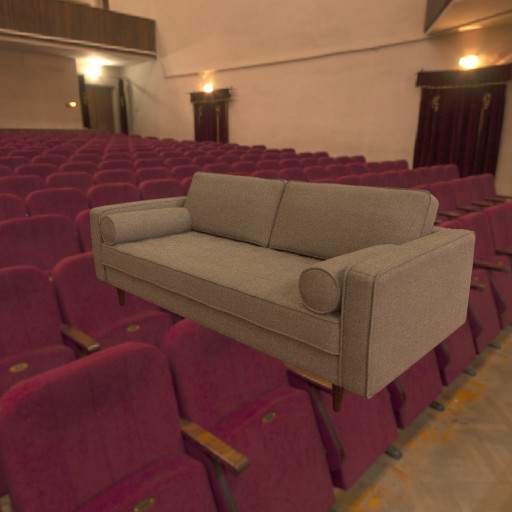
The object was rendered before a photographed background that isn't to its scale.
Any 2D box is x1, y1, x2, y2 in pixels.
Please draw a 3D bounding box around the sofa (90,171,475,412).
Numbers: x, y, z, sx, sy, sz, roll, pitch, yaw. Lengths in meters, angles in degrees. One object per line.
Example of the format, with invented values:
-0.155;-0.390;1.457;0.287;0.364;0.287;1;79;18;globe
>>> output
0.000;0.000;2.305;1.879;0.762;0.914;14;20;42;sofa
